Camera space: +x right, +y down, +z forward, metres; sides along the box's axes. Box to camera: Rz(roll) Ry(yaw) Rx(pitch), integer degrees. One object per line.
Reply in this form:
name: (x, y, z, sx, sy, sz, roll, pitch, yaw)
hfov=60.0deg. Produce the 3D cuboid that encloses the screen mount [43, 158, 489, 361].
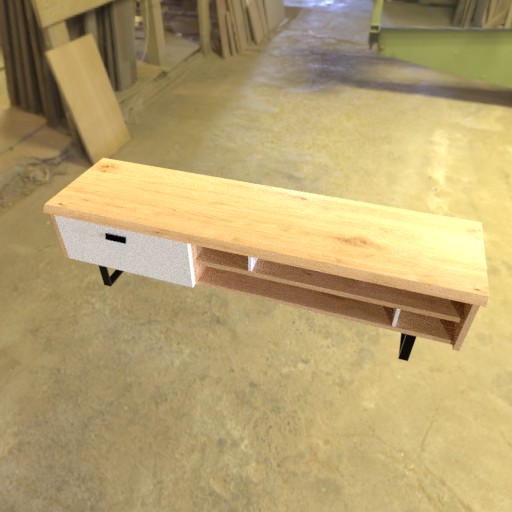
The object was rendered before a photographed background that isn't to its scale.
screen mount: (0.000, 0.000, 1.903, 1.700, 0.430, 0.450, 12, 41, 14)
